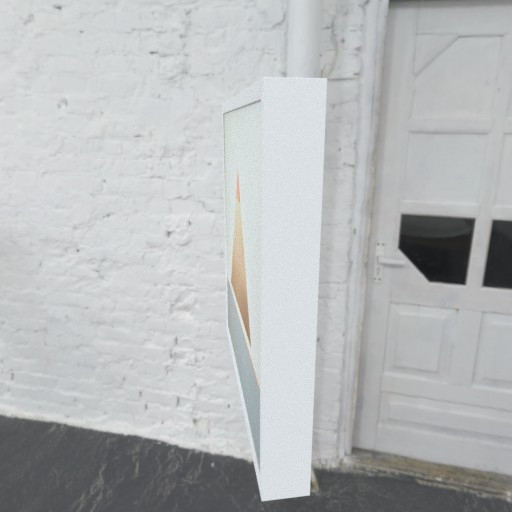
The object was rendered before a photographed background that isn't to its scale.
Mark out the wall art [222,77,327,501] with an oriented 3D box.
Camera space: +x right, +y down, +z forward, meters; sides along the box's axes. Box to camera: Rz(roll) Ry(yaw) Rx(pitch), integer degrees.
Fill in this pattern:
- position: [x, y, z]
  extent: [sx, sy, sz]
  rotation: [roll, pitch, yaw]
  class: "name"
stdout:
- position: [0.000, 0.000, 0.446]
  extent: [0.038, 0.304, 0.305]
  rotation: [-2, 16, -8]
  class: "wall art"
